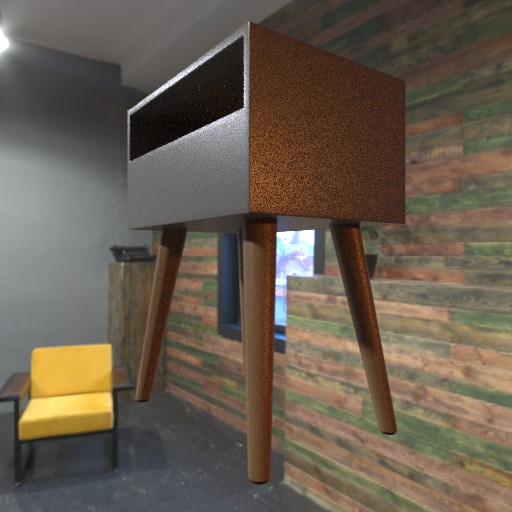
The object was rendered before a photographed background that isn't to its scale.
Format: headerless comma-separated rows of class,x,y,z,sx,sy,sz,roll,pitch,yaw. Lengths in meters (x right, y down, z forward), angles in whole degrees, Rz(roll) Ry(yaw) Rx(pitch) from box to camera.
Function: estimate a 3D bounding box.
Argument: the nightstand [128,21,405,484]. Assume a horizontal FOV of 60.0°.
nightstand,0.000,0.000,0.712,0.288,0.508,0.370,0,0,-36
